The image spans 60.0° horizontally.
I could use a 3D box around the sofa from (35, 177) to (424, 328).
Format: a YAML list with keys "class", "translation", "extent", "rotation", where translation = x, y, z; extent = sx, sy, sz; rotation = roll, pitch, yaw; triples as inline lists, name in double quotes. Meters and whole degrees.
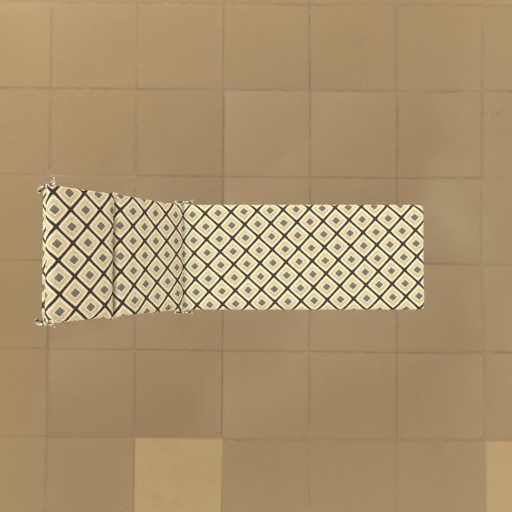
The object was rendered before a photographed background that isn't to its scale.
- class: "sofa"
  translation: [0.000, 0.000, 1.943]
  extent: [1.663, 0.622, 0.582]
  rotation: [0, 89, 0]
